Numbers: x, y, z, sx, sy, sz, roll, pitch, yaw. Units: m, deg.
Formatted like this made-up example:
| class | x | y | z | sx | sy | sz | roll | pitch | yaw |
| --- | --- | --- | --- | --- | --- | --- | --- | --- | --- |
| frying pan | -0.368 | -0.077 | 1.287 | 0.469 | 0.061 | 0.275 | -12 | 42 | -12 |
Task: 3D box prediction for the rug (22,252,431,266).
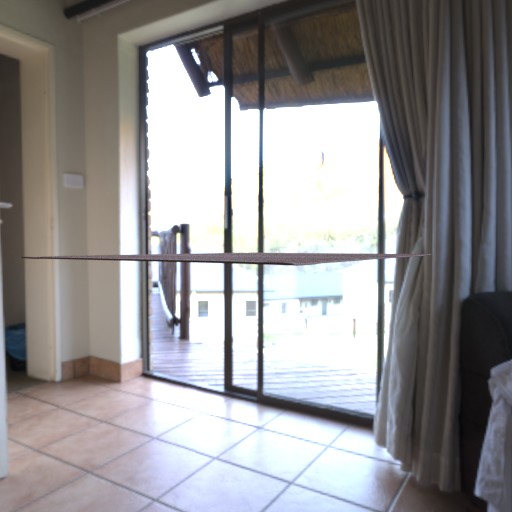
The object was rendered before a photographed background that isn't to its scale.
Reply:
| class | x | y | z | sx | sy | sz | roll | pitch | yaw |
| --- | --- | --- | --- | --- | --- | --- | --- | --- | --- |
| rug | 0.000 | 0.000 | 4.137 | 2.479 | 0.023 | 3.092 | 1 | 1 | 34 |
